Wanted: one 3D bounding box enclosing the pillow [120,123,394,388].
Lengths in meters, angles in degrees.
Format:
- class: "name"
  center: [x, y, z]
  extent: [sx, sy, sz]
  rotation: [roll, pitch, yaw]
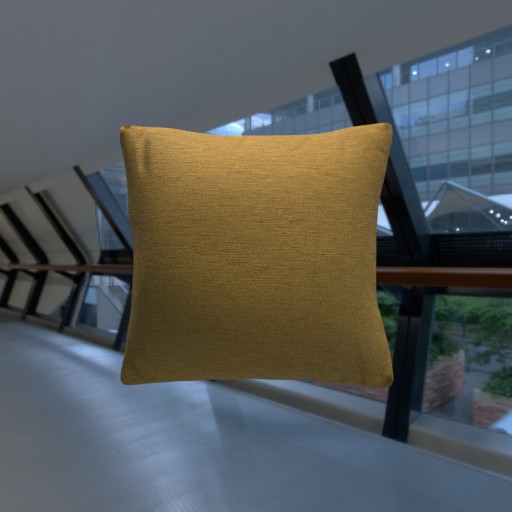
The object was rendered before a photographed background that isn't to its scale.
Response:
- class: "pillow"
  center: [0.000, 0.000, 0.704]
  extent: [0.435, 0.417, 0.247]
  rotation: [0, 0, 1]
